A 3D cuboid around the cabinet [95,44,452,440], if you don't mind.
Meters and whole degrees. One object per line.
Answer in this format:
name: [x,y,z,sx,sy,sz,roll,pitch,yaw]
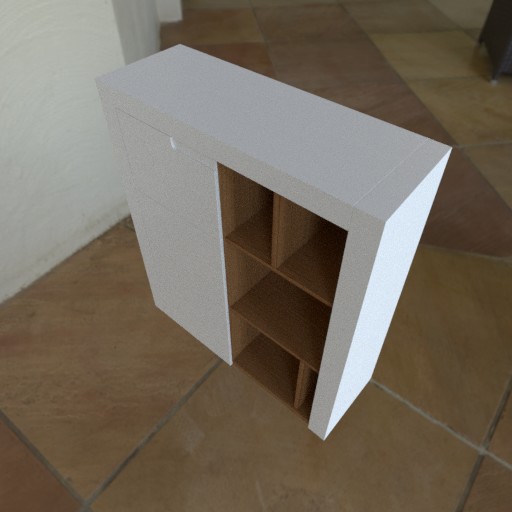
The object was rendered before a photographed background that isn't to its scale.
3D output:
cabinet: [0.000,0.000,1.619,0.990,1.150,0.348,32,54,27]
